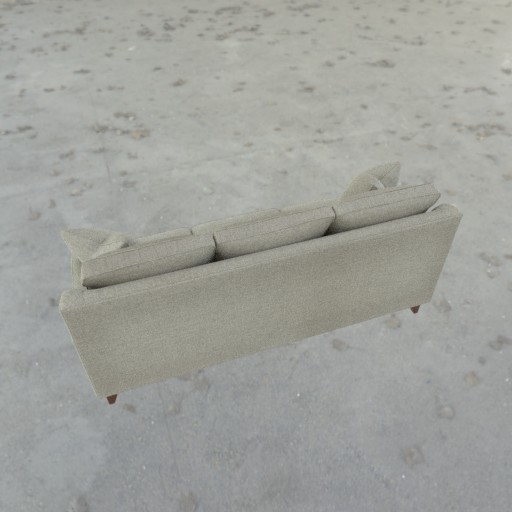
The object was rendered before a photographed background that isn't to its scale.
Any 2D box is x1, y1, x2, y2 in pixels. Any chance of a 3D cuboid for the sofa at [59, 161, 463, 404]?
[{"bbox_3d":[0.000,0.000,2.596,2.031,0.914,0.865,-13,43,-15],"label":"sofa"}]
